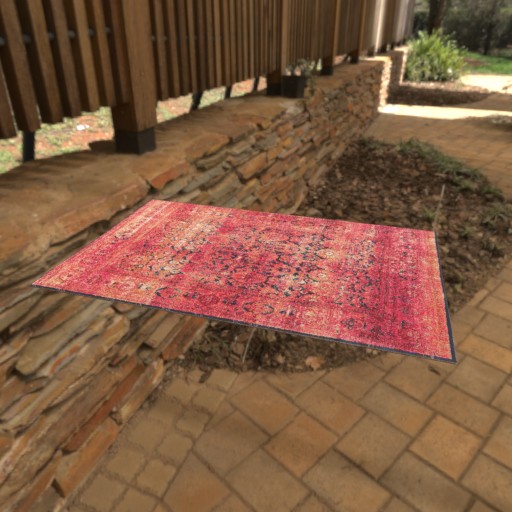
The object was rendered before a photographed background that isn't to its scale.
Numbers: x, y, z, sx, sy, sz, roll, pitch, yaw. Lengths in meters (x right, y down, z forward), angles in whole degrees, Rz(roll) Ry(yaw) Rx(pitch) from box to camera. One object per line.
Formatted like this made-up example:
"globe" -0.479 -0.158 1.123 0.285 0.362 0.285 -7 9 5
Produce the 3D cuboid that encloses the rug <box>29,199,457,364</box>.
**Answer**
"rug" 0.000 0.000 3.059 2.449 0.018 1.539 8 29 15
